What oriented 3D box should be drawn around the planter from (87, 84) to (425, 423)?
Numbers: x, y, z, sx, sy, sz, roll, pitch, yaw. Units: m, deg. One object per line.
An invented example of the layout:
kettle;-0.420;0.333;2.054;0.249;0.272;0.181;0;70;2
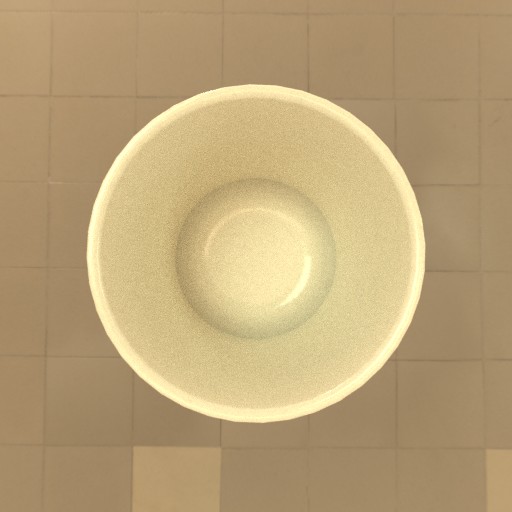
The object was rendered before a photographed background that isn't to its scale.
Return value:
planter;0.000;0.000;0.323;0.192;0.148;0.192;0;88;0
